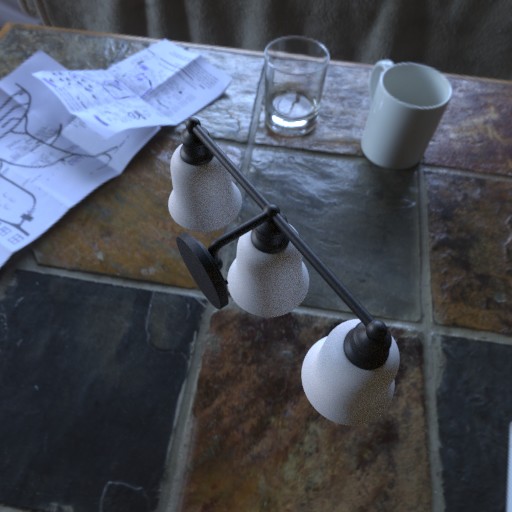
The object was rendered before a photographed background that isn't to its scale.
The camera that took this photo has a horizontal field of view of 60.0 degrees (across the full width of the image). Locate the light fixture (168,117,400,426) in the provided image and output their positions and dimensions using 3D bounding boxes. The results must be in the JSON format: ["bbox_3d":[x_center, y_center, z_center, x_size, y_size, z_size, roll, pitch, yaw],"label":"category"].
[{"bbox_3d":[0.000,0.000,0.688,0.198,0.211,0.570,-31,64,-17],"label":"light fixture"}]
